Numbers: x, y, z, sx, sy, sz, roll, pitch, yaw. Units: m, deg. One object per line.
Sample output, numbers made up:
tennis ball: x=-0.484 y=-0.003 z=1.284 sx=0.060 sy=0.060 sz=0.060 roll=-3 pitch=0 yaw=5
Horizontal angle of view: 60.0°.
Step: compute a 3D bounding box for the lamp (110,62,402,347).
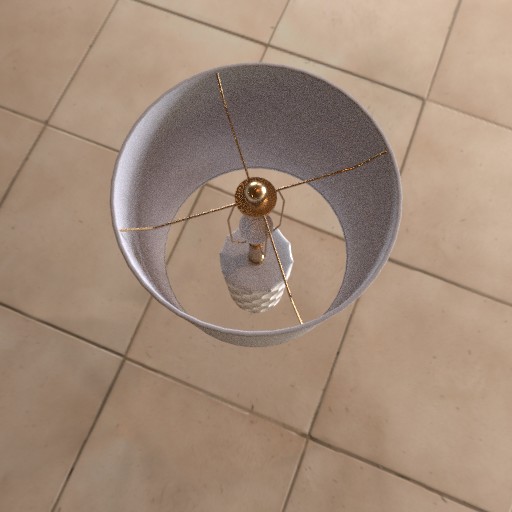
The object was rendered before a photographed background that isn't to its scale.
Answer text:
lamp: x=0.000 y=0.000 z=0.680 sx=0.277 sy=0.537 sz=0.277 roll=20 pitch=77 yaw=5
